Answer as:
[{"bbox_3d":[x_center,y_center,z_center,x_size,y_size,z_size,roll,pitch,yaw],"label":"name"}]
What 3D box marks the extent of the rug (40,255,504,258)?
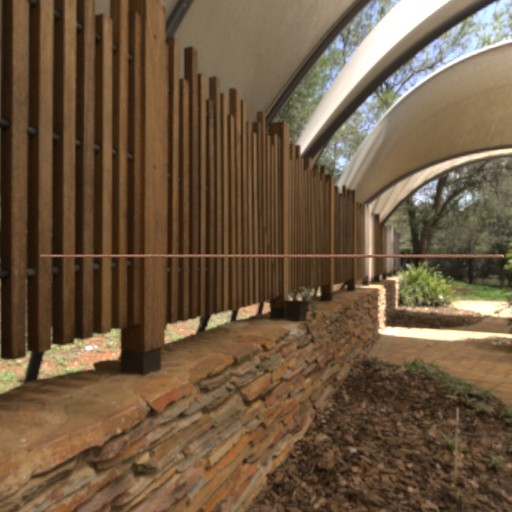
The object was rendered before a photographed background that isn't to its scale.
[{"bbox_3d":[0.000,0.000,2.591,2.435,0.015,0.760,0,0,17],"label":"rug"}]
